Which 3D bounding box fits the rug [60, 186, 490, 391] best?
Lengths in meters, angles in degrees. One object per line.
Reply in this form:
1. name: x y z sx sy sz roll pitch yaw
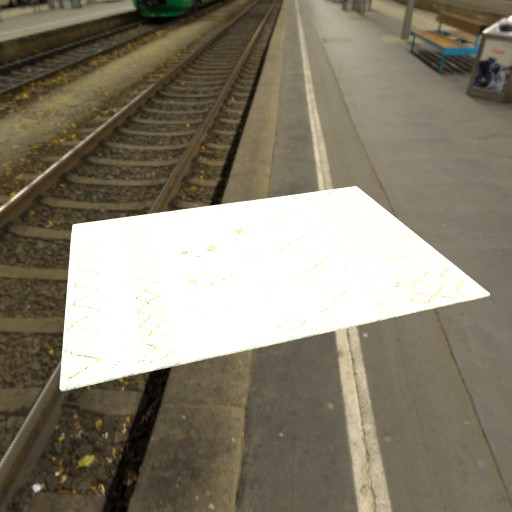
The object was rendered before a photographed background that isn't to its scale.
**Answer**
1. rug: 0.000 0.000 2.272 1.820 0.009 1.260 -10 34 -15
